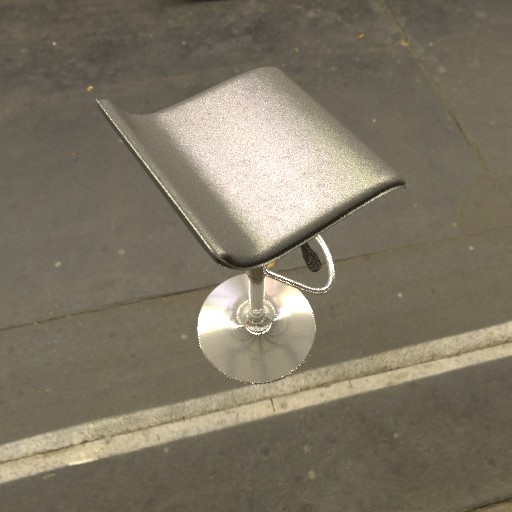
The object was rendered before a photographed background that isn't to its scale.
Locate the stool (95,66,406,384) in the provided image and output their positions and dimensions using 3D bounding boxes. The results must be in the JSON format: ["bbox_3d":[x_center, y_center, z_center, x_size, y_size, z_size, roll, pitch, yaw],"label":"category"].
[{"bbox_3d":[0.000,0.000,1.051,0.381,0.851,0.381,-31,64,-17],"label":"stool"}]
